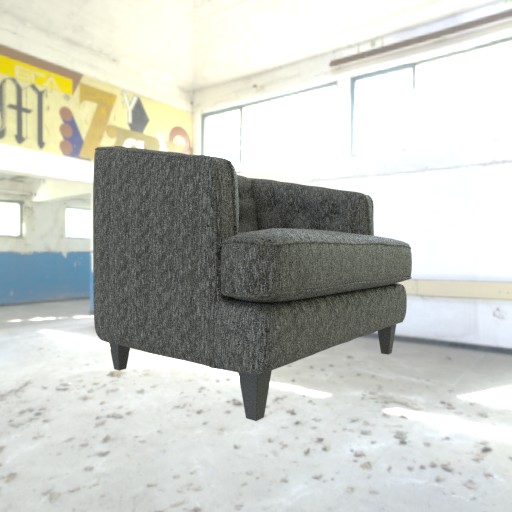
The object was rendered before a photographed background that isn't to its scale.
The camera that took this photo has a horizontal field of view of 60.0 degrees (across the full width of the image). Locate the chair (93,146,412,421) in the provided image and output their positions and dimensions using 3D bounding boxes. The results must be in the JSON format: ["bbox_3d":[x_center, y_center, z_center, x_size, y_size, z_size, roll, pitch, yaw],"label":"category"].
[{"bbox_3d":[0.000,0.000,1.764,0.941,0.852,1.104,0,1,37],"label":"chair"}]
